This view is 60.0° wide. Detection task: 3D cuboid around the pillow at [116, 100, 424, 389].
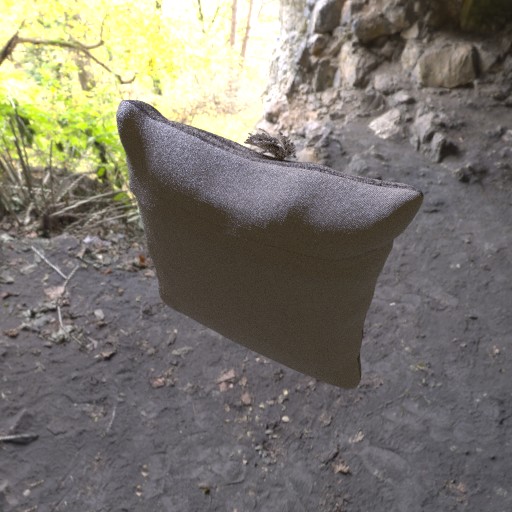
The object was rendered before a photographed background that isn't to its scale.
[{"bbox_3d":[0.000,0.000,0.796,0.484,0.490,0.234,23,51,20],"label":"pillow"}]
